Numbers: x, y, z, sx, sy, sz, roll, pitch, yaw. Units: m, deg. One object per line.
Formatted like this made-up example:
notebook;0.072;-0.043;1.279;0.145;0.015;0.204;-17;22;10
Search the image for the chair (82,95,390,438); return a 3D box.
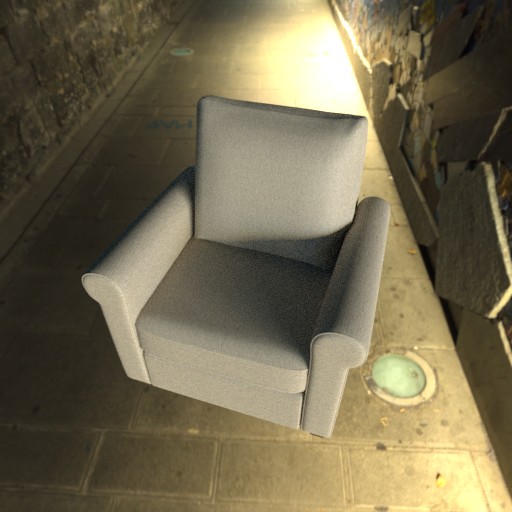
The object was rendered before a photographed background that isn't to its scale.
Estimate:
chair;0.000;0.000;2.336;1.275;1.349;1.180;12;42;14
